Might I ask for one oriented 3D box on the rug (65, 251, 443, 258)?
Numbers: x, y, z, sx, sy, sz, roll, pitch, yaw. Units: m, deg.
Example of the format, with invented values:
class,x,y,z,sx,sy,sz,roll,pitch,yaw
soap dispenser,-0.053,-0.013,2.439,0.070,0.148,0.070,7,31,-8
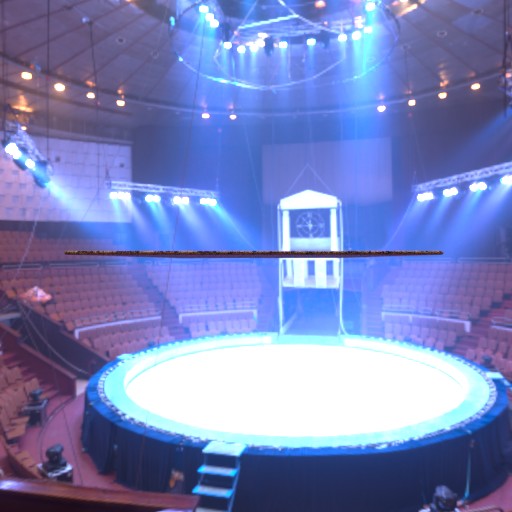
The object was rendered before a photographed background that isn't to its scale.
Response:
class,x,y,z,sx,sy,sz,roll,pitch,yaw
rug,0.000,0.000,2.990,1.524,0.015,2.439,0,-1,1
